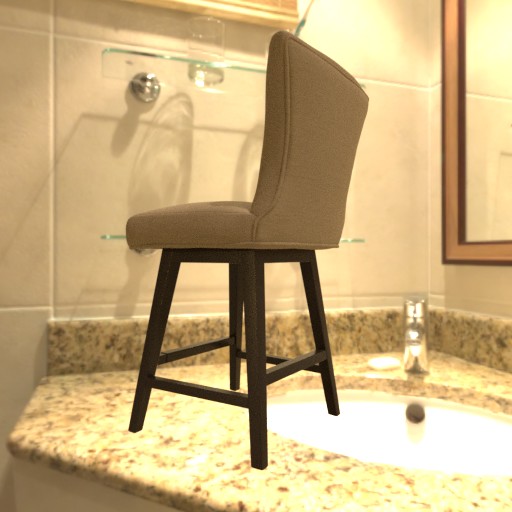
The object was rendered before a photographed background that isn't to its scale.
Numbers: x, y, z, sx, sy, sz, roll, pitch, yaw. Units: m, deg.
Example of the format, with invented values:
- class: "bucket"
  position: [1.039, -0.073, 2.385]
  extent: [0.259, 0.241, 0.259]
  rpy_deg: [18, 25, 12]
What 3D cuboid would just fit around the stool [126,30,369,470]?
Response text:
- class: "stool"
  position: [0.000, 0.000, 1.306]
  extent: [0.574, 1.000, 0.514]
  rpy_deg: [0, 0, 35]
